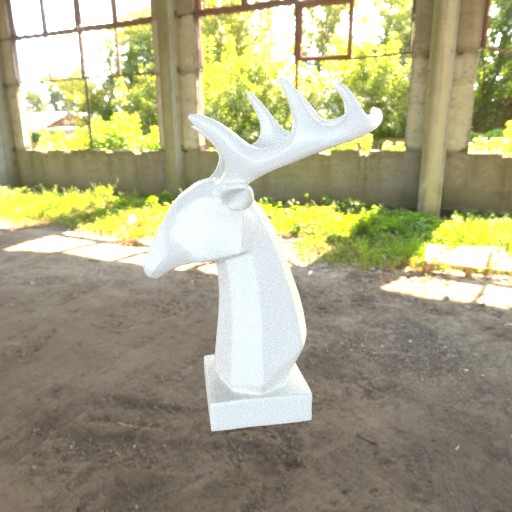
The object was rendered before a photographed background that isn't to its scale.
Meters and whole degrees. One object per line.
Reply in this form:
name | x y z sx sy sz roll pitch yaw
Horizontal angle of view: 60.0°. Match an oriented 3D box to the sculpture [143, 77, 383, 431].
sculpture | 0.000 0.000 0.450 0.224 0.329 0.174 -3 15 -10
